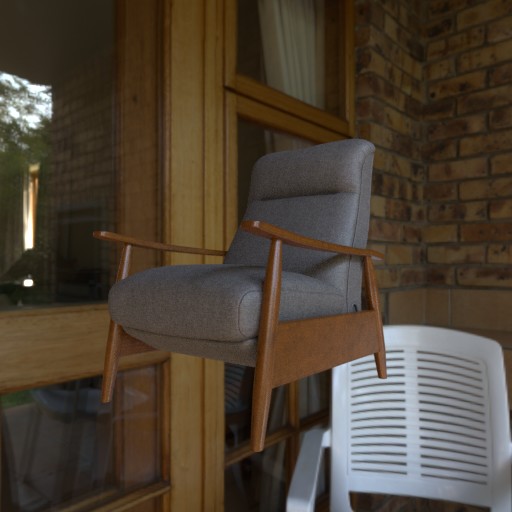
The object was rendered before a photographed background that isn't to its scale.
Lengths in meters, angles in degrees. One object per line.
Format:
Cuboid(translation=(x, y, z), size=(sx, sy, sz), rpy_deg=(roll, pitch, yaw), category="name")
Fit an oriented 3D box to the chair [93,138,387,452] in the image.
Cuboid(translation=(0.000, 0.000, 1.811), size=(0.762, 1.081, 1.014), rpy_deg=(0, -1, 37), category="chair")
